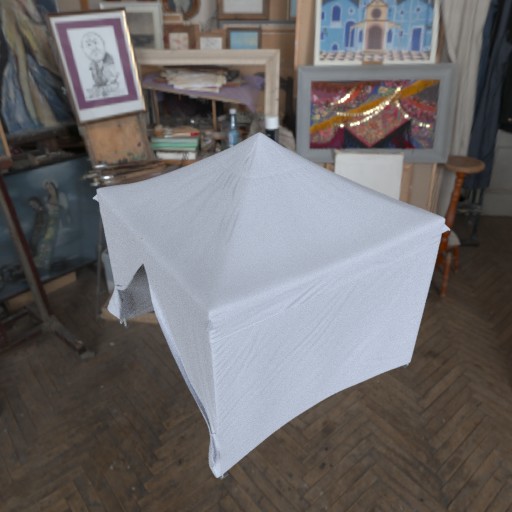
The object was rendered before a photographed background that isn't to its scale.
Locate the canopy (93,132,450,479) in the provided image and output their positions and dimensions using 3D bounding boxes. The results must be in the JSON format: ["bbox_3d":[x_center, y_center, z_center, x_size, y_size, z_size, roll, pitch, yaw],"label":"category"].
[{"bbox_3d":[0.000,0.000,5.427,3.121,2.997,3.043,-19,37,-28],"label":"canopy"}]
